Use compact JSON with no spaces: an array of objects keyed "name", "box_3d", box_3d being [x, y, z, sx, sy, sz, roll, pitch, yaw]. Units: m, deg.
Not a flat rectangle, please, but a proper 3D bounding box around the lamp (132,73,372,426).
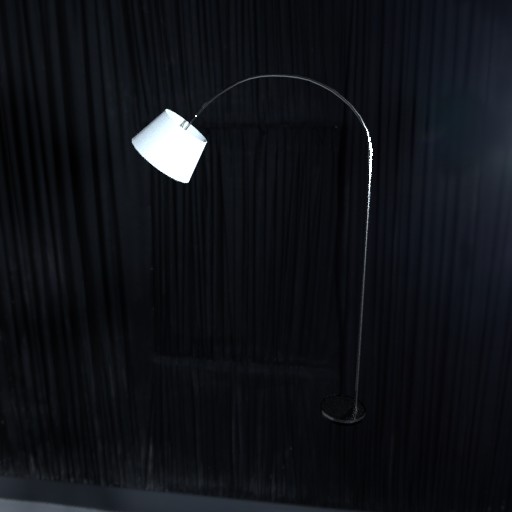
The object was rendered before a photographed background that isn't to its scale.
[{"name":"lamp","box_3d":[0.000,0.000,2.726,1.445,2.098,0.406,2,15,6]}]
